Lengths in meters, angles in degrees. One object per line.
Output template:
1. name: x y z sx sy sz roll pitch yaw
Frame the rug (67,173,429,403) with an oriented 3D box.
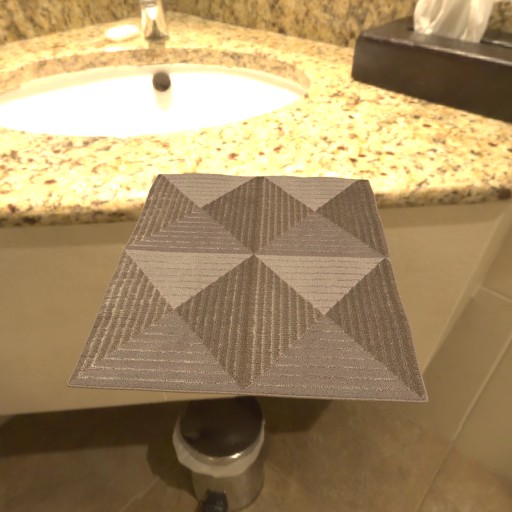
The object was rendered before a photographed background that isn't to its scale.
1. rug: 0.000 0.000 0.904 0.551 0.008 0.642 2 41 2
